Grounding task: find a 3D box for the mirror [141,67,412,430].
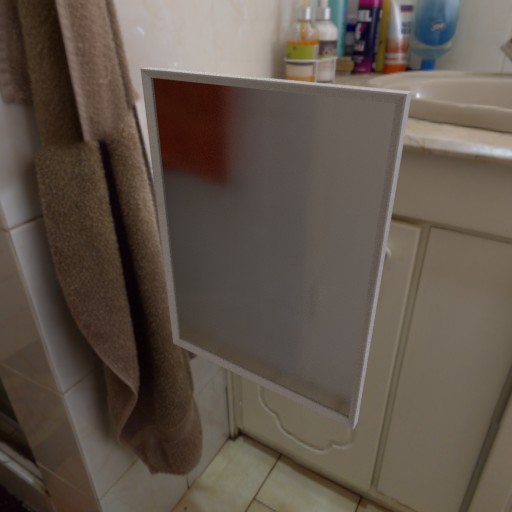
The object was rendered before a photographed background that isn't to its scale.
[{"bbox_3d":[0.000,0.000,1.351,0.762,1.016,0.041,18,34,28],"label":"mirror"}]
